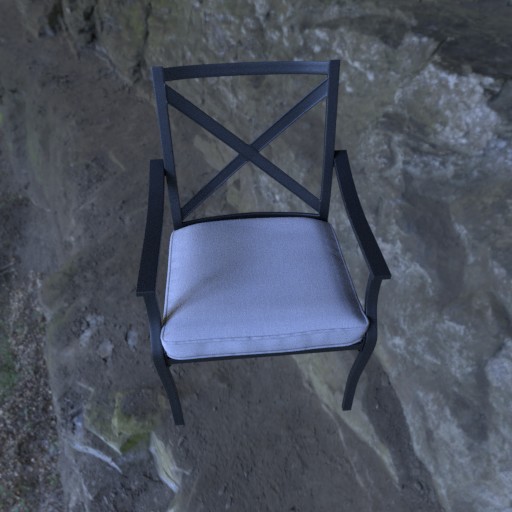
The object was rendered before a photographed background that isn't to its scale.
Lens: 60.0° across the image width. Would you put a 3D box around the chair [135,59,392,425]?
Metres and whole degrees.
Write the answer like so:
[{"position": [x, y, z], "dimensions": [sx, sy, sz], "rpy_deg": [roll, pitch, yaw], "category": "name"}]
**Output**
[{"position": [0.000, 0.000, 1.283], "dimensions": [0.575, 0.889, 0.620], "rpy_deg": [-4, 47, -3], "category": "chair"}]
